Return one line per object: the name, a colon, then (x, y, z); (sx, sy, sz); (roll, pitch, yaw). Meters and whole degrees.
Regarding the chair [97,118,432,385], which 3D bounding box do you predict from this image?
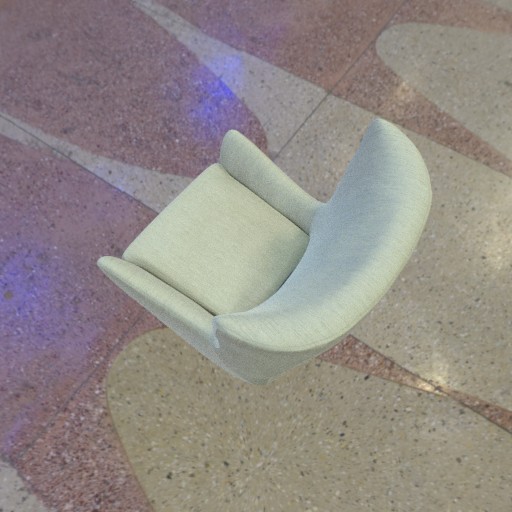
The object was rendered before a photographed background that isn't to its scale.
chair: (0.000, 0.000, 1.638); (0.904, 1.000, 0.779); (34, 69, 15)
